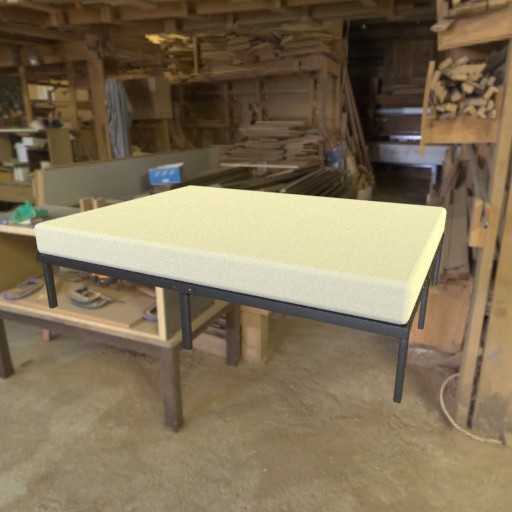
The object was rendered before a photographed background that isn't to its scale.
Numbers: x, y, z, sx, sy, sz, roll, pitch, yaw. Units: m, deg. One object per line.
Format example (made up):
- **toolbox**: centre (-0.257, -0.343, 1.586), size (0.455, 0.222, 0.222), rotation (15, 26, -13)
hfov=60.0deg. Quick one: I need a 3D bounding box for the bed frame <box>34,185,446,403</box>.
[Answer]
- **bed frame**: centre (0.000, 0.000, 3.557), size (2.635, 0.680, 1.990), rotation (9, 20, 25)
